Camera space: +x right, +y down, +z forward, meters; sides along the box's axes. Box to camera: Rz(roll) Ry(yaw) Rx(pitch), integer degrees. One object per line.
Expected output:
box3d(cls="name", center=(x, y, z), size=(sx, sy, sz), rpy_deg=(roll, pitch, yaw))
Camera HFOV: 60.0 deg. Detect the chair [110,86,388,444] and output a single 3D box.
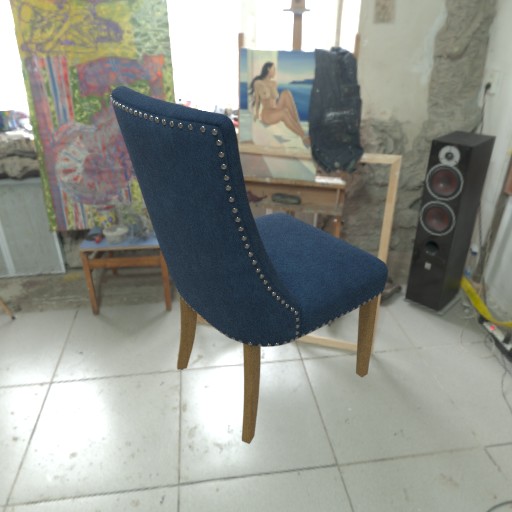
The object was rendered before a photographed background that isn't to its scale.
box3d(cls="chair", center=(0.000, 0.000, 1.251), size=(0.610, 0.902, 0.495), rpy_deg=(-20, 34, -32))
